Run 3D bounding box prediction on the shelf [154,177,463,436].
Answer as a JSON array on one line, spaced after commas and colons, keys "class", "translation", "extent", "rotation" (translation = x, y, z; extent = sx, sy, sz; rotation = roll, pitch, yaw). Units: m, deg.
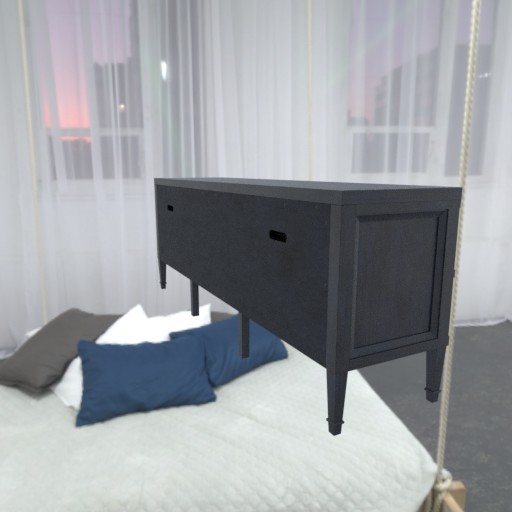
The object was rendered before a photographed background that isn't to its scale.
[{"class": "shelf", "translation": [0.000, 0.000, 2.143], "extent": [0.471, 0.715, 1.878], "rotation": [-6, 12, -27]}]
